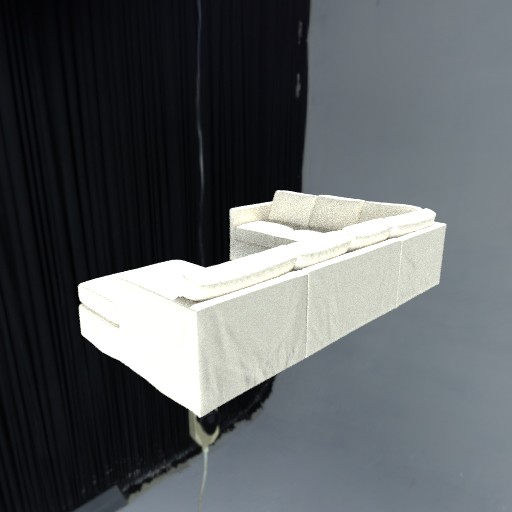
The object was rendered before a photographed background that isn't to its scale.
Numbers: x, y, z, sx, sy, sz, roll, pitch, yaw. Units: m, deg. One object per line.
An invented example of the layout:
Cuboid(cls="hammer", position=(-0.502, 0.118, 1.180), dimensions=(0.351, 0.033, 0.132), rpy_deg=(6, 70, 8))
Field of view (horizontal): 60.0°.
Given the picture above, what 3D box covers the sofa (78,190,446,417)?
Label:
Cuboid(cls="sofa", position=(0.000, 0.000, 4.519), dimensions=(2.427, 0.882, 3.460), rpy_deg=(15, 22, 43))
